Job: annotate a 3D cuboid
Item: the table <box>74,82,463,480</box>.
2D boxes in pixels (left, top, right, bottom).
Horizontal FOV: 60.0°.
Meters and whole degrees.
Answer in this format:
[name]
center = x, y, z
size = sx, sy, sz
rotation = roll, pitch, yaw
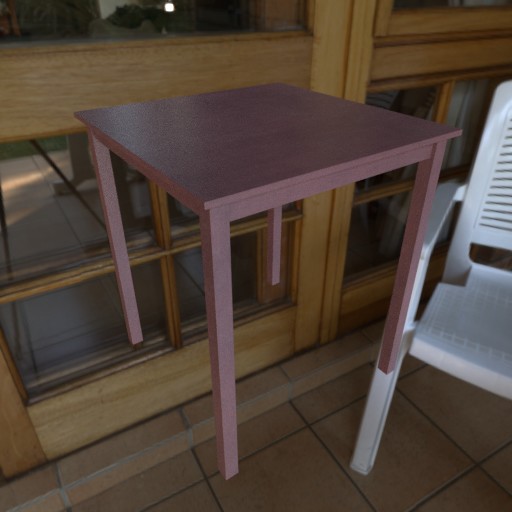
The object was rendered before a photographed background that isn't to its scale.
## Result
[table]
center = 0.000, 0.000, 1.634
size = 0.861, 0.991, 0.861
rotation = -21, 37, -30
